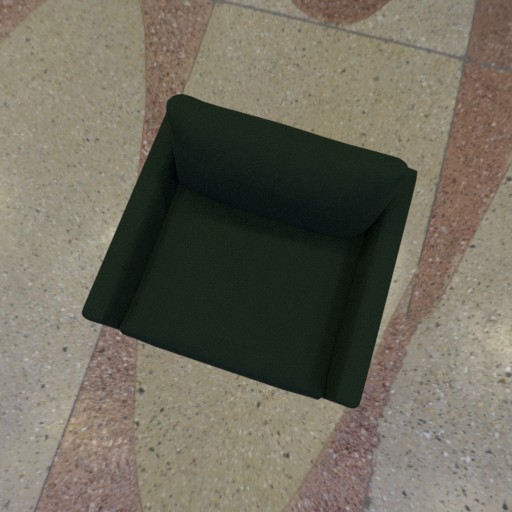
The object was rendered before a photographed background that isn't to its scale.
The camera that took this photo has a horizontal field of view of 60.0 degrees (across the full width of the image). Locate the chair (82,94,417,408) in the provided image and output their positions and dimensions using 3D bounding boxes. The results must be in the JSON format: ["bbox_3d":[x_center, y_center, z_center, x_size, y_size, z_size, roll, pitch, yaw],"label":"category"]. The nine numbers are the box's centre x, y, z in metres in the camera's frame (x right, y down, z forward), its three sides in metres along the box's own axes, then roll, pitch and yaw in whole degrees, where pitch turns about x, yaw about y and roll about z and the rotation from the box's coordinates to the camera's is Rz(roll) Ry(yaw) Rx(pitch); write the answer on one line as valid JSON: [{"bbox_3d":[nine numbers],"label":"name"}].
[{"bbox_3d":[0.000,0.000,1.679,0.963,0.861,0.866,17,76,5],"label":"chair"}]
